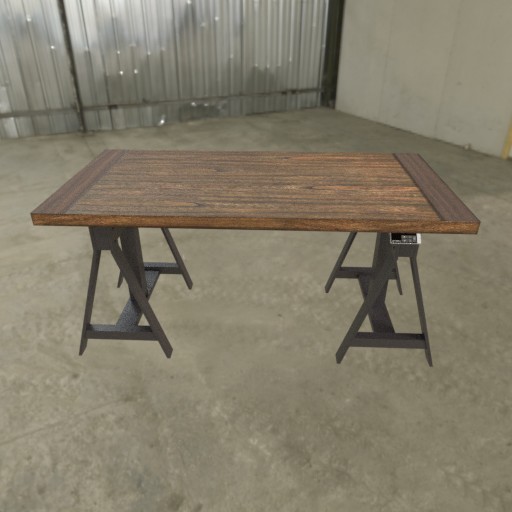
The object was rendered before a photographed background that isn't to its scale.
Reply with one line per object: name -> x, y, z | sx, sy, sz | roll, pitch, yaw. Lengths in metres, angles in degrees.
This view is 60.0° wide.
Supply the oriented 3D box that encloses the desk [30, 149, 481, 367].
desk -> 0.000, 0.000, 1.997 | 1.543, 0.725, 0.784 | 1, 30, 2
